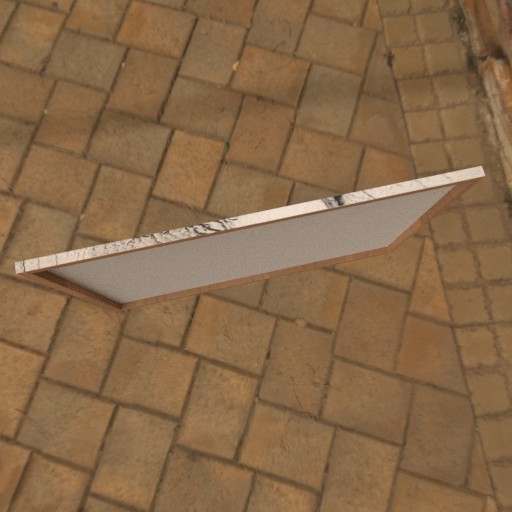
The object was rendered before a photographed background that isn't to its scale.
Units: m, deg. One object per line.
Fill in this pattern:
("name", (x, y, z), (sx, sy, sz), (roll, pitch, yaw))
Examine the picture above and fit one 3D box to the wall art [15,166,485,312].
("wall art", (0.000, 0.000, 1.140), (0.914, 0.607, 0.023), (-12, 77, -3))
